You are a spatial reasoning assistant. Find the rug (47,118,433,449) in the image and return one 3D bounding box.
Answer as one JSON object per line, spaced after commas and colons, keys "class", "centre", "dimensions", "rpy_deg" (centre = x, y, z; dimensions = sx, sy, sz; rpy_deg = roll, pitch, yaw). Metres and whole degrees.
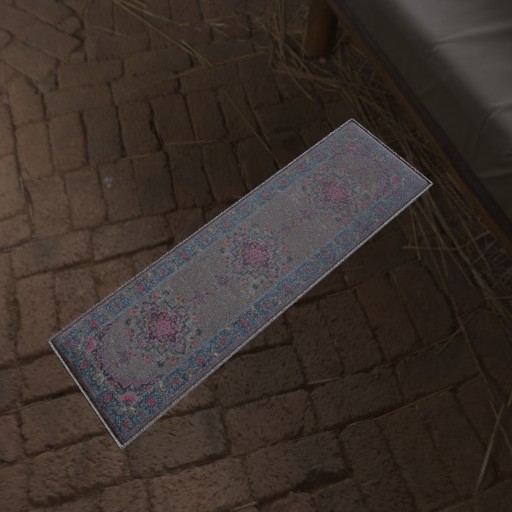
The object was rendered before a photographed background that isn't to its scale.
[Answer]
{"class": "rug", "centre": [0.000, 0.000, 2.007], "dimensions": [1.827, 0.012, 0.553], "rpy_deg": [-38, 70, -16]}
